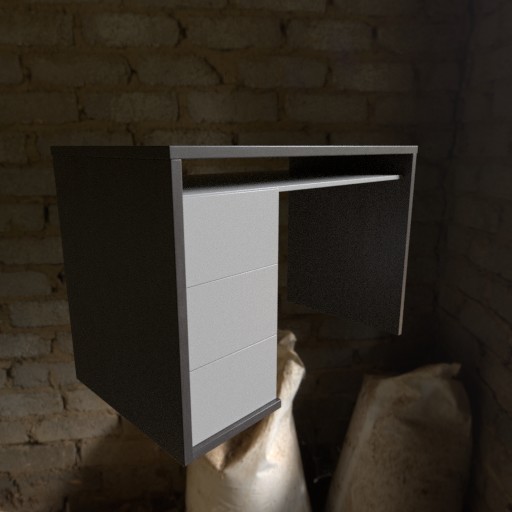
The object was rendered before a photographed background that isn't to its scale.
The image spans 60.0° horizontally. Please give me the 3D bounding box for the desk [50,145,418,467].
[{"bbox_3d":[0.000,0.000,1.555,0.600,0.750,1.100,13,19,43],"label":"desk"}]
